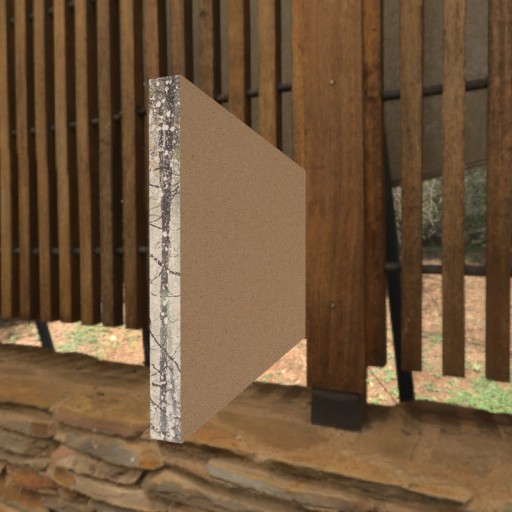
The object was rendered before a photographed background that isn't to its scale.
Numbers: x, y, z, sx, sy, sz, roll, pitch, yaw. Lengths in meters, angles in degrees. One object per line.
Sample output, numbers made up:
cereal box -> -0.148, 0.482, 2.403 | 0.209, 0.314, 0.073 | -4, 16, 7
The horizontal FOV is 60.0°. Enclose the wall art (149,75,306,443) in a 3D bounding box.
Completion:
wall art -> 0.000, 0.000, 0.775 | 0.042, 0.398, 0.618 | 0, 1, 19
